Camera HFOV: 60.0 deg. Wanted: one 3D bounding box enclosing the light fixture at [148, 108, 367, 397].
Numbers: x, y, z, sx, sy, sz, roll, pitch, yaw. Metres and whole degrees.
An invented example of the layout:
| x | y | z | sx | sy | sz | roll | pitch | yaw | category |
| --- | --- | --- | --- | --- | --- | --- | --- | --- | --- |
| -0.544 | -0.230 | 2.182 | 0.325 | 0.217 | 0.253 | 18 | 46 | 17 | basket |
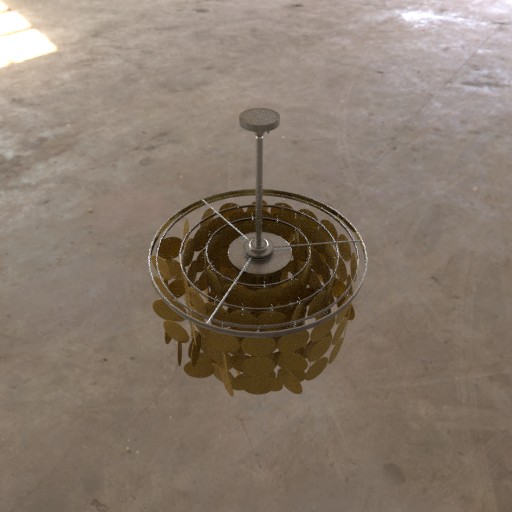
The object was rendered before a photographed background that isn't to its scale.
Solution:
| x | y | z | sx | sy | sz | roll | pitch | yaw | category |
| --- | --- | --- | --- | --- | --- | --- | --- | --- | --- |
| 0.000 | 0.000 | 0.743 | 0.368 | 0.492 | 0.368 | 0 | 42 | 0 | light fixture |
